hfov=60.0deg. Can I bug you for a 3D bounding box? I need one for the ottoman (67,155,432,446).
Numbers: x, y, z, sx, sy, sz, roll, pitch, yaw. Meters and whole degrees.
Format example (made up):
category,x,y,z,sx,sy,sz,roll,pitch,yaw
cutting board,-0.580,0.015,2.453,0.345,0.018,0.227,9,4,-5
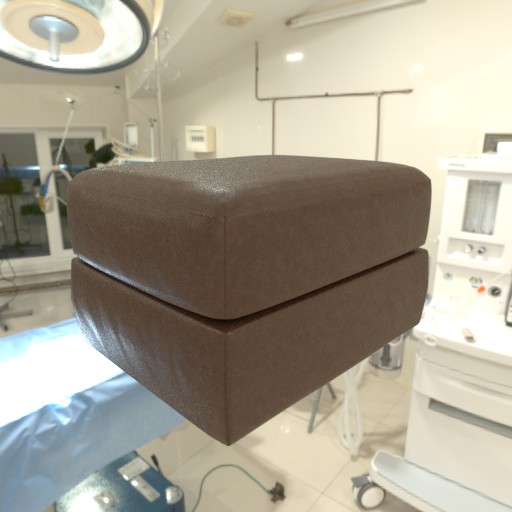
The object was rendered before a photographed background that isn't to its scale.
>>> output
category,x,y,z,sx,sy,sz,roll,pitch,yaw
ottoman,0.000,0.000,1.129,0.751,0.476,0.603,-16,22,-42
